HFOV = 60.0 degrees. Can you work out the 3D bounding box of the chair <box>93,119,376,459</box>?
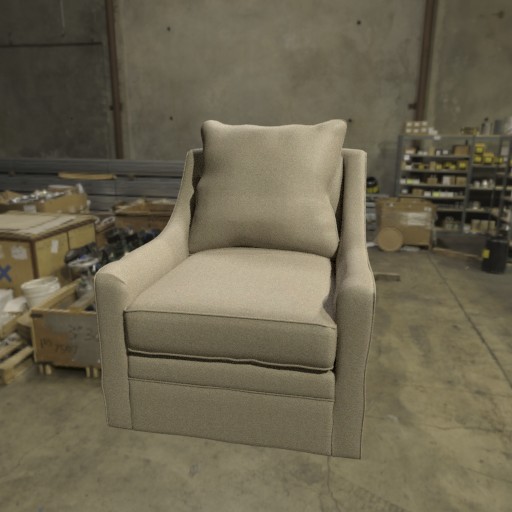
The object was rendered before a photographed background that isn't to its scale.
[{"bbox_3d":[0.000,0.000,1.555,0.760,0.942,0.876,3,15,11],"label":"chair"}]
